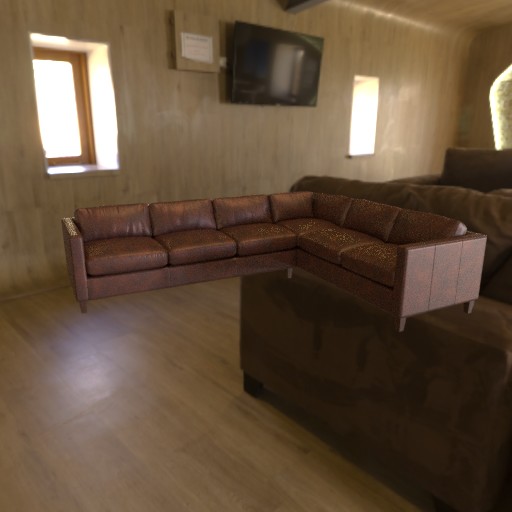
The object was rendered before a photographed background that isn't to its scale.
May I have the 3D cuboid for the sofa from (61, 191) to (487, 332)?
[{"bbox_3d":[0.000,0.000,4.161,3.152,0.836,2.438,-8,18,-26],"label":"sofa"}]
